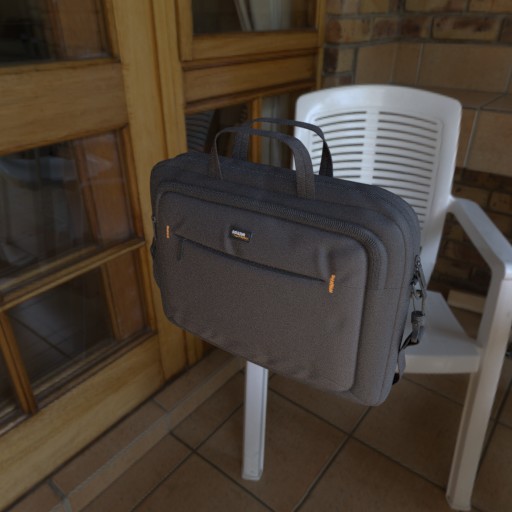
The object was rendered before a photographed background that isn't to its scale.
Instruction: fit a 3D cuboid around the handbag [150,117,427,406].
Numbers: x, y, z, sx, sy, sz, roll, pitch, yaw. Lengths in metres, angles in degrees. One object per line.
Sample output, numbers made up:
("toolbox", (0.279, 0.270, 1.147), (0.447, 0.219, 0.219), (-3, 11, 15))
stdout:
("handbag", (0.000, 0.000, 0.423), (0.320, 0.244, 0.089), (17, 33, 28))
